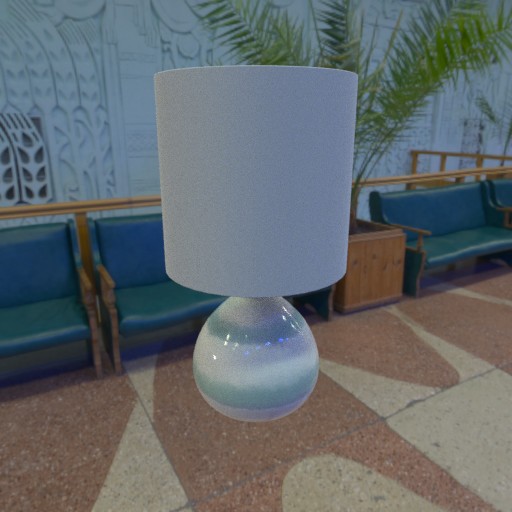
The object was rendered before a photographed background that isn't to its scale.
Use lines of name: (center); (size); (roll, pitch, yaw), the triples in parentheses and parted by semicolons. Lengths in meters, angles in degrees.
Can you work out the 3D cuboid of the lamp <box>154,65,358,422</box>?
lamp: (0.000, 0.000, 0.538); (0.217, 0.404, 0.217); (-8, 19, -26)
